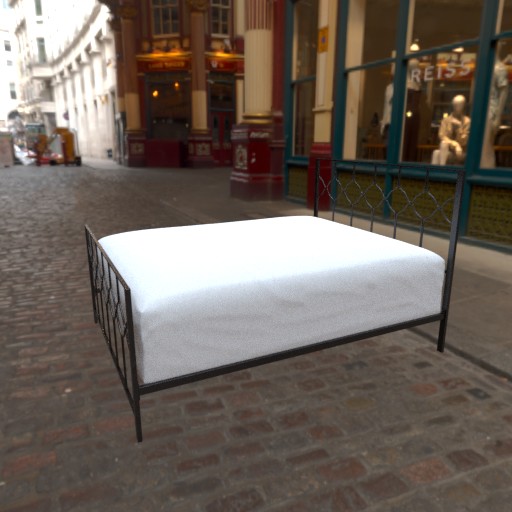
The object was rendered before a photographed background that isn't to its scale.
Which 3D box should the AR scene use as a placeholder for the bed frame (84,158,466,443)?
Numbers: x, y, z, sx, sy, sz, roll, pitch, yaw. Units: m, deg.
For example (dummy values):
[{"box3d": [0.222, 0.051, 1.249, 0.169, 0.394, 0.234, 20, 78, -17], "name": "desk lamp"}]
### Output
[{"box3d": [0.000, 0.000, 3.105, 2.063, 1.222, 1.597, -7, 17, -25], "name": "bed frame"}]
